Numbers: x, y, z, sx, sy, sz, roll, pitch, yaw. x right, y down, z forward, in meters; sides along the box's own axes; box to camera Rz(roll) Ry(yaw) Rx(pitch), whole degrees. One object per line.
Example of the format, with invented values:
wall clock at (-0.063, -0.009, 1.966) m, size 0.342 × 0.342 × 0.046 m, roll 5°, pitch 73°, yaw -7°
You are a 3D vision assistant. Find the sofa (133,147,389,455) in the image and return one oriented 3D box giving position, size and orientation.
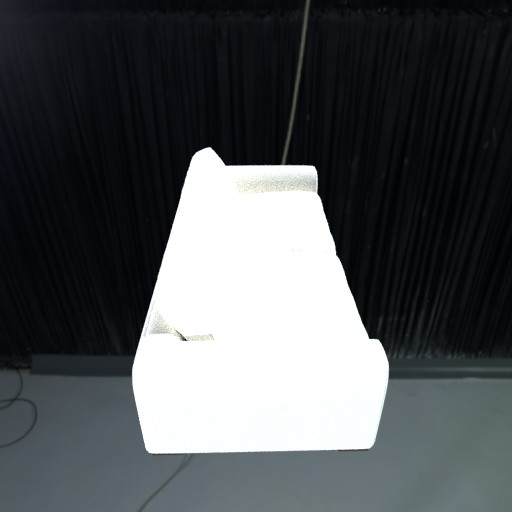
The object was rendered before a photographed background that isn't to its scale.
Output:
sofa at (0.000, 0.000, 2.776) m, size 1.070 × 0.801 × 2.262 m, roll -1°, pitch 32°, yaw -1°
